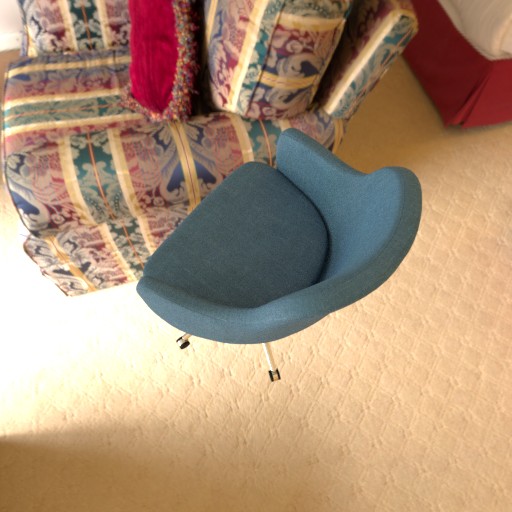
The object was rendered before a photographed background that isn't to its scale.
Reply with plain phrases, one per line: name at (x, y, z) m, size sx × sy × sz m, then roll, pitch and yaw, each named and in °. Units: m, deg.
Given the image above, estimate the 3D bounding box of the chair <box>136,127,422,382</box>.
chair at (0.000, 0.000, 1.227) m, size 0.655 × 0.820 × 0.599 m, roll 35°, pitch 69°, yaw 15°
